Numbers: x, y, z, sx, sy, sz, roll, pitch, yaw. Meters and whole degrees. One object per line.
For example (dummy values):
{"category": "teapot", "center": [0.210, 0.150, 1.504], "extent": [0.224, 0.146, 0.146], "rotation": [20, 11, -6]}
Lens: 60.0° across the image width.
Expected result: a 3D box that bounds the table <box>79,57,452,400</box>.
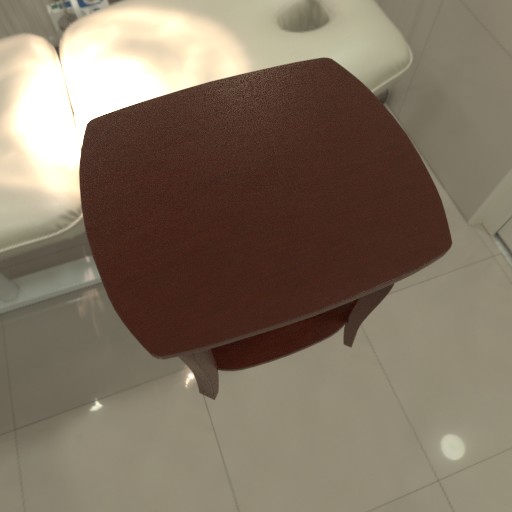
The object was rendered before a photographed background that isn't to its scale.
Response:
{"category": "table", "center": [0.000, 0.000, 0.871], "extent": [0.502, 0.496, 0.433], "rotation": [-18, 65, -9]}
